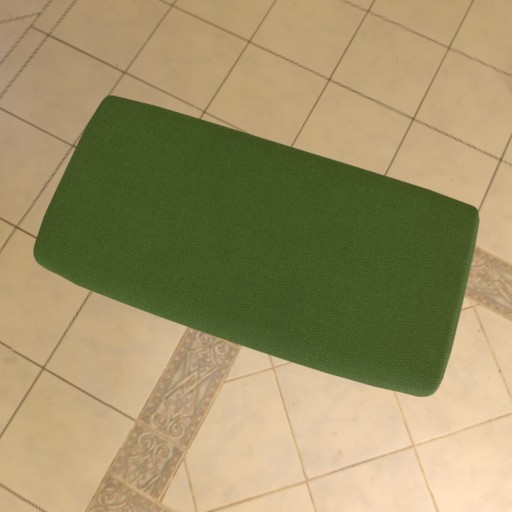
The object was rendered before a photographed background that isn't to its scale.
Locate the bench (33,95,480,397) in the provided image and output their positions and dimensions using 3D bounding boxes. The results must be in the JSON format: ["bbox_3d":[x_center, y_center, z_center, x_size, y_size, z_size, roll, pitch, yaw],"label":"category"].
[{"bbox_3d":[0.000,0.000,1.253,0.989,0.501,0.505,18,77,4],"label":"bench"}]
